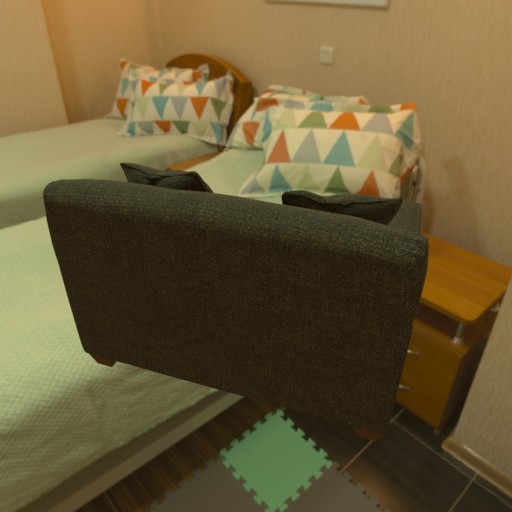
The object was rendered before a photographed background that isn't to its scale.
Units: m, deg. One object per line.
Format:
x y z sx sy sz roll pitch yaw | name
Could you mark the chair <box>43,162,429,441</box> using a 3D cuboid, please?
0.000 0.000 2.044 1.383 0.948 1.000 10 34 16 | chair
